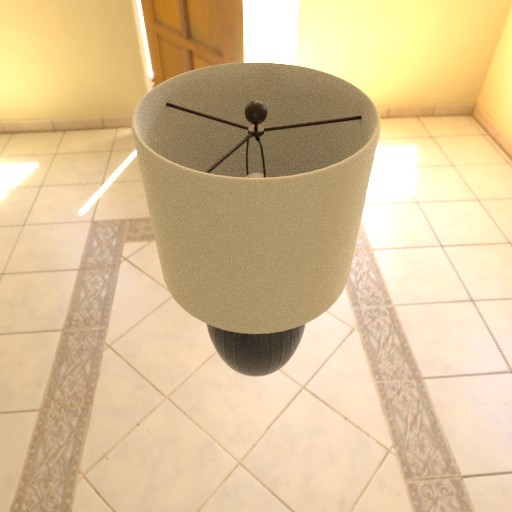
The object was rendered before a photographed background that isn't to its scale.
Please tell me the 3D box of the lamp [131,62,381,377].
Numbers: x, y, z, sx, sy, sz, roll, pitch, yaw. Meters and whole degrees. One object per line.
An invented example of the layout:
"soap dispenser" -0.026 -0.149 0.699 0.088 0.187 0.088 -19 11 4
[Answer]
"lamp" 0.000 0.000 0.783 0.329 0.570 0.329 -10 46 -10
